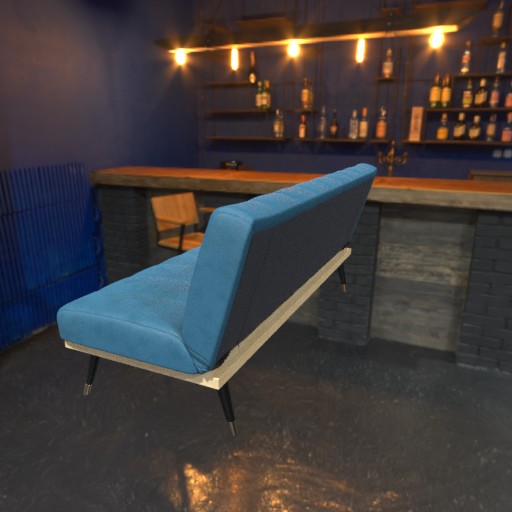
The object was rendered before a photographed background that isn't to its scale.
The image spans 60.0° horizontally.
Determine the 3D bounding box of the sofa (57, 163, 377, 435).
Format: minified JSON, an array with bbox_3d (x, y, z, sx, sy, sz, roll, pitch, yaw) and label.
[{"bbox_3d":[0.000,0.000,2.249,0.830,0.825,1.810,7,18,24],"label":"sofa"}]
